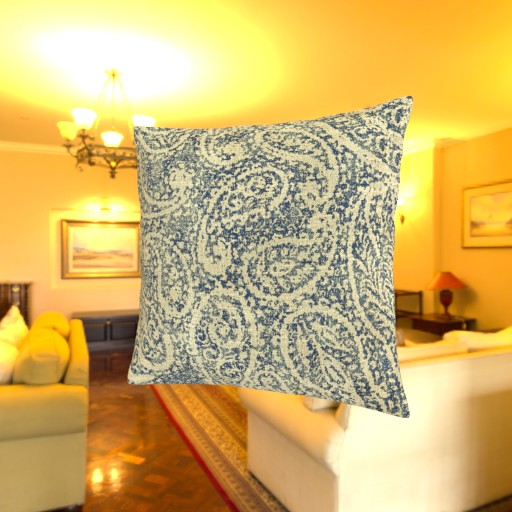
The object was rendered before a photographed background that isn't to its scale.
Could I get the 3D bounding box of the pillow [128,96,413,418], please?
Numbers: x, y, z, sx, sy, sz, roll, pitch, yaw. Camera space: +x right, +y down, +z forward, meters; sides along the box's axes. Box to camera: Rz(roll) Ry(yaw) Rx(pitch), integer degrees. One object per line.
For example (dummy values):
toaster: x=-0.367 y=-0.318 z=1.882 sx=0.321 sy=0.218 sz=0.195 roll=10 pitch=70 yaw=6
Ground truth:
pillow: x=0.000 y=0.000 z=0.785 sx=0.523 sy=0.510 sz=0.166 roll=0 pitch=0 yaw=19
